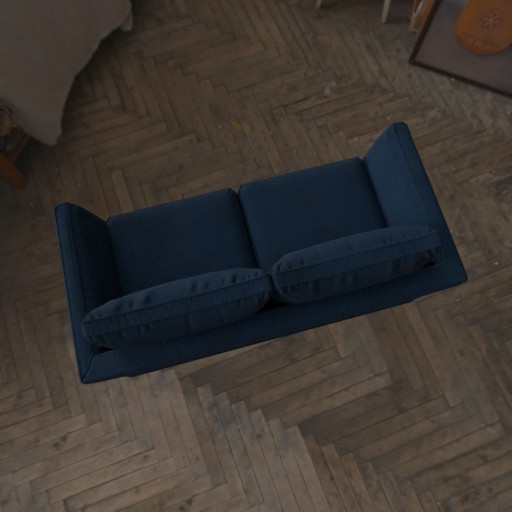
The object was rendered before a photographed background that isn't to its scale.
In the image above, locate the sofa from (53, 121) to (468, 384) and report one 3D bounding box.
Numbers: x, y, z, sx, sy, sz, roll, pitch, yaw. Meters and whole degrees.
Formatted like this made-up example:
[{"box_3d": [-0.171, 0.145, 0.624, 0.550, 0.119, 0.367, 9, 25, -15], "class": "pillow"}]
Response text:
[{"box_3d": [0.000, 0.000, 2.274, 1.770, 1.002, 0.853, -14, 75, -4], "class": "sofa"}]
